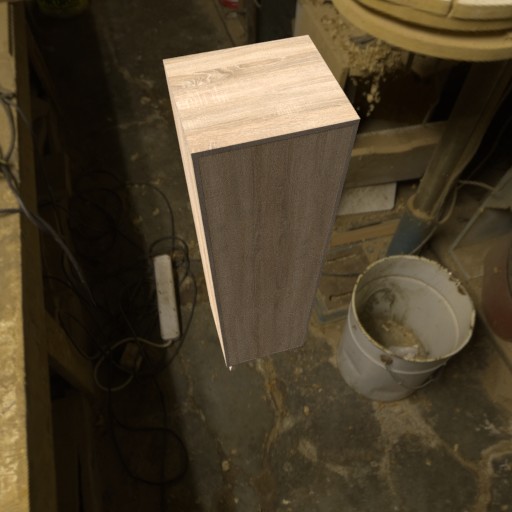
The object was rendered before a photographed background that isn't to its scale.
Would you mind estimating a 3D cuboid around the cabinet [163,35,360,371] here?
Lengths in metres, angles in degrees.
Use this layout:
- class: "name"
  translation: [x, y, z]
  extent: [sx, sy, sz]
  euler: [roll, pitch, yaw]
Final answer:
- class: "cabinet"
  translation: [0.000, 0.000, 2.214]
  extent: [0.510, 1.960, 0.450]
  euler: [-14, 59, -9]
